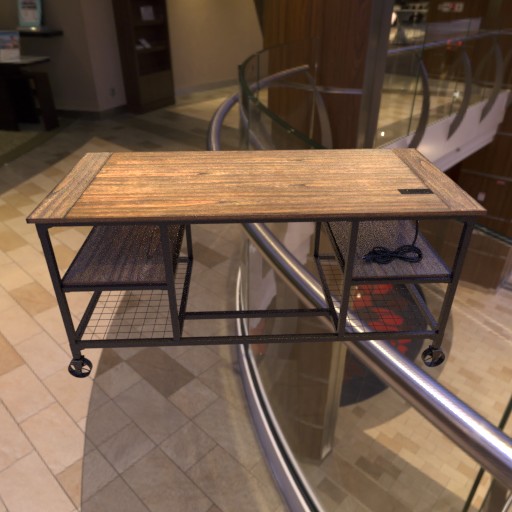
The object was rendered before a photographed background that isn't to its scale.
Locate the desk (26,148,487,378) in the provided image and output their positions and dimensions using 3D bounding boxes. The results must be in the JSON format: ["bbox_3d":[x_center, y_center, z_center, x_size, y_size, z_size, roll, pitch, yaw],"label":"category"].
[{"bbox_3d":[0.000,0.000,1.991,1.590,0.751,0.711,-1,31,-2],"label":"desk"}]
